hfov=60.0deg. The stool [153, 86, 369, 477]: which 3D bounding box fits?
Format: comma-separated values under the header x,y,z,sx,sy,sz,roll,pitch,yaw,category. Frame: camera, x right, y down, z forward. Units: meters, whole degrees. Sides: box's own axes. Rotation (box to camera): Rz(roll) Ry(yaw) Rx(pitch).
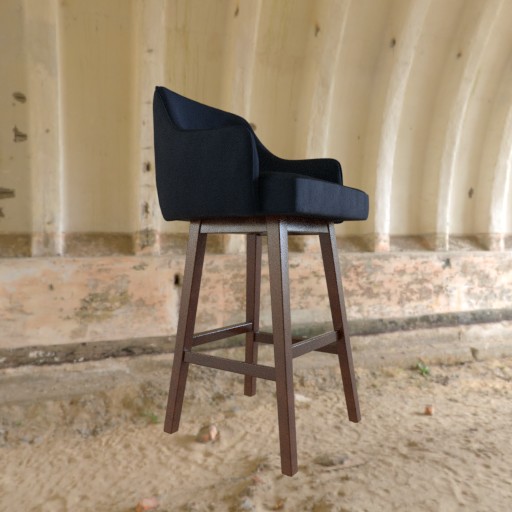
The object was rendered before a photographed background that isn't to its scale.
x,y,z,sx,sy,sz,roll,pitch,yaw,category
0.000,0.000,1.360,0.560,1.041,0.550,1,2,36,stool
